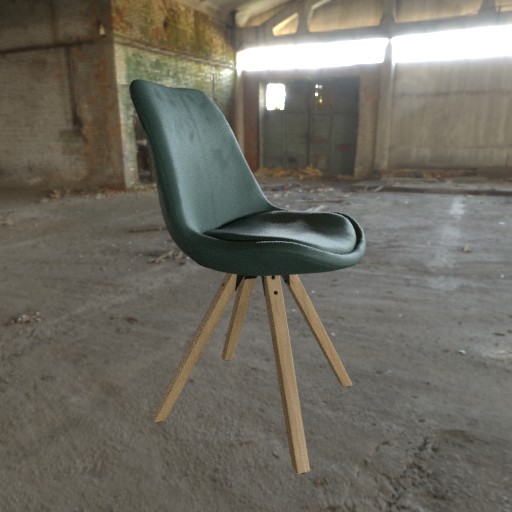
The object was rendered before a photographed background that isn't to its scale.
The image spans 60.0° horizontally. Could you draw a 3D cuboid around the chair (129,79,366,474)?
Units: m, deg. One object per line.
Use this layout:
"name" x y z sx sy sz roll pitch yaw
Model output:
"chair" 0.000 0.000 1.159 0.547 0.865 0.483 7 16 25
